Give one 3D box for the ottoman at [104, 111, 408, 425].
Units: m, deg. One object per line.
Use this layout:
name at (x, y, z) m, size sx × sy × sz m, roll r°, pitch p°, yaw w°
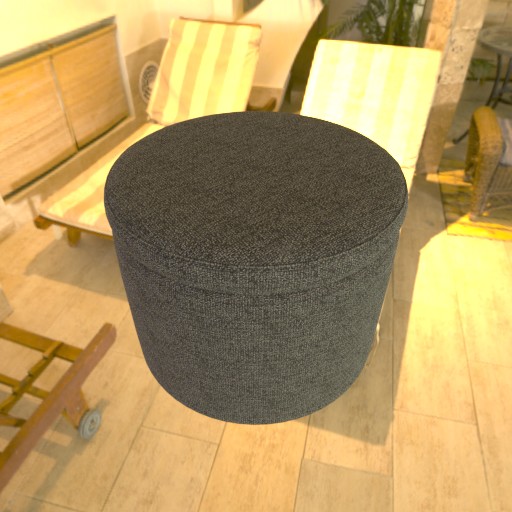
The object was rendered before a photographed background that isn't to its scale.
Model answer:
ottoman at (0.000, 0.000, 0.891) m, size 0.520 × 0.430 × 0.520 m, roll 0°, pitch 40°, yaw 0°
